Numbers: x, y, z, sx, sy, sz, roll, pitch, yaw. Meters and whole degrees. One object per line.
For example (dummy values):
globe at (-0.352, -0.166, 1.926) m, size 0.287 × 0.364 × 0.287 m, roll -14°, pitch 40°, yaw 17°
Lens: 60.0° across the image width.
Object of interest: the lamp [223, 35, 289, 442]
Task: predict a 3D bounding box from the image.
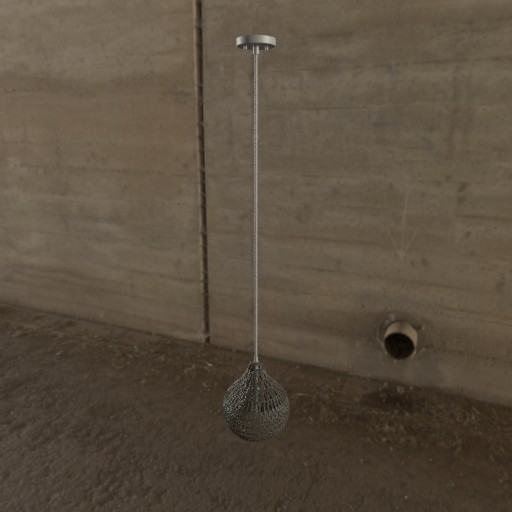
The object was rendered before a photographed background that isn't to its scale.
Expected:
lamp at (0.000, 0.000, 2.145) m, size 0.355 × 1.919 × 0.355 m, roll -3°, pitch 16°, yaw -10°
